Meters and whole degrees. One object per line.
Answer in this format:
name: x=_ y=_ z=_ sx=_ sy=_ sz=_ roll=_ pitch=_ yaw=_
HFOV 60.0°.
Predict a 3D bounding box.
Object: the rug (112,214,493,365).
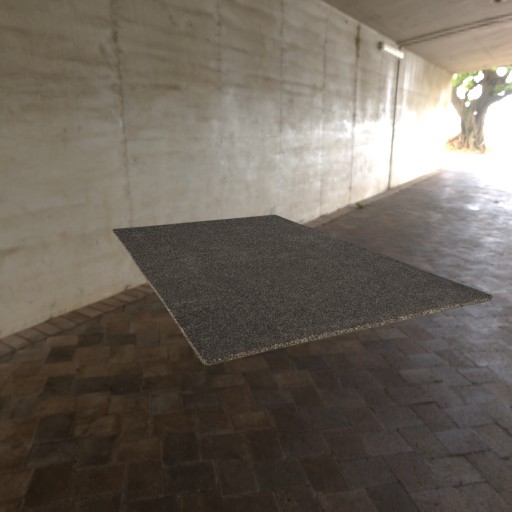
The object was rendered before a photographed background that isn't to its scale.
rug: x=0.000 y=0.000 z=2.904 sx=1.502 sy=0.025 sz=2.350 roll=-7 pitch=18 yaw=-24
